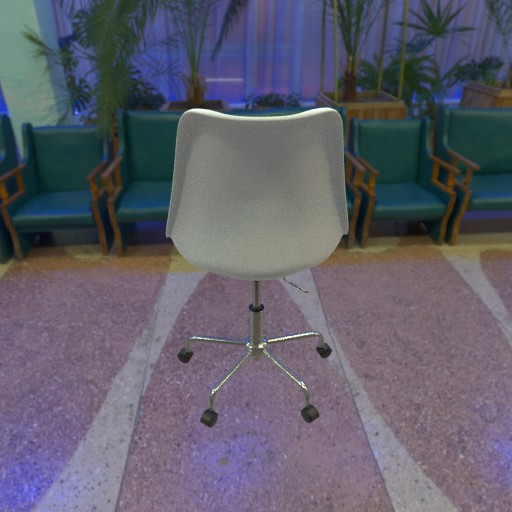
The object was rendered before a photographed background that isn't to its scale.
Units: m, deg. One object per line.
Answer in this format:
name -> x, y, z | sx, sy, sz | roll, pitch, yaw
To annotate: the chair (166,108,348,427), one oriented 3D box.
chair -> 0.000, 0.000, 1.288 | 0.550, 0.930, 0.550 | -1, 30, -2
